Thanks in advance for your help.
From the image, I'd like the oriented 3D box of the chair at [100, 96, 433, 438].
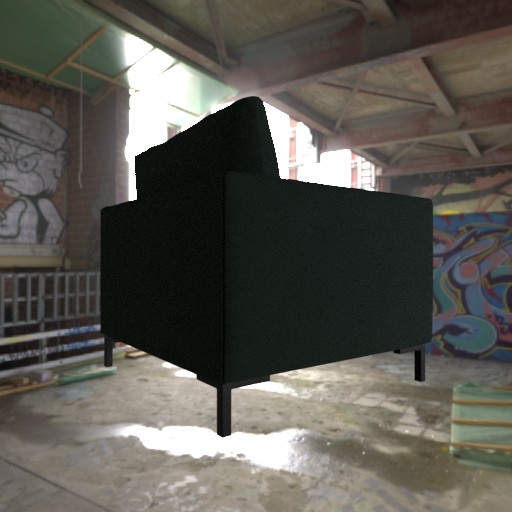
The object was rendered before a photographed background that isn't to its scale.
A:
[{"bbox_3d":[0.000,0.000,1.641,0.866,0.861,0.963,0,-1,-36],"label":"chair"}]
